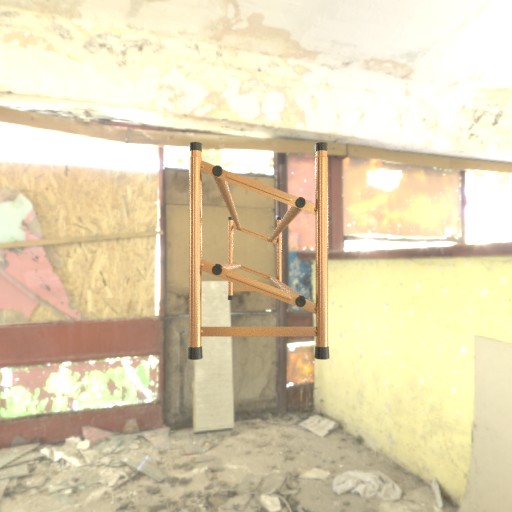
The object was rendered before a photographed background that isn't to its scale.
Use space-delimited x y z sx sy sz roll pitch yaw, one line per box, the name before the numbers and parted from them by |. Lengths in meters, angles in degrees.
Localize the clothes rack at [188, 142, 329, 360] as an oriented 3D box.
clothes rack | 0.000 0.000 1.290 0.229 0.349 1.168 0 -1 0
